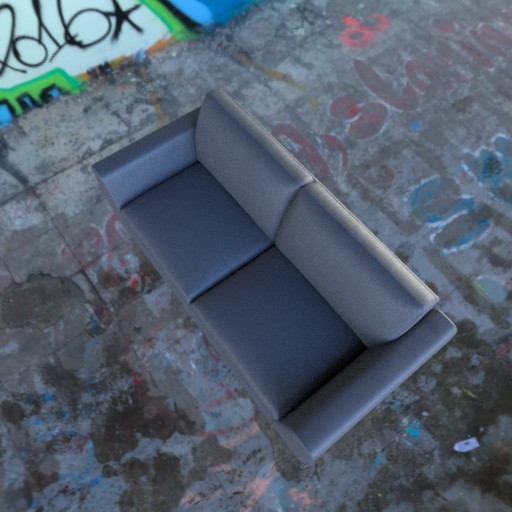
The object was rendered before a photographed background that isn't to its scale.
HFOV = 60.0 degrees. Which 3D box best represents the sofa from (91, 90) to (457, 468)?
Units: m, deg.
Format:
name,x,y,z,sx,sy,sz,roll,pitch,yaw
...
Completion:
name,x,y,z,sx,sy,sz,roll,pitch,yaw
sofa,0.000,0.000,2.526,0.953,0.875,2.017,-34,68,-16
